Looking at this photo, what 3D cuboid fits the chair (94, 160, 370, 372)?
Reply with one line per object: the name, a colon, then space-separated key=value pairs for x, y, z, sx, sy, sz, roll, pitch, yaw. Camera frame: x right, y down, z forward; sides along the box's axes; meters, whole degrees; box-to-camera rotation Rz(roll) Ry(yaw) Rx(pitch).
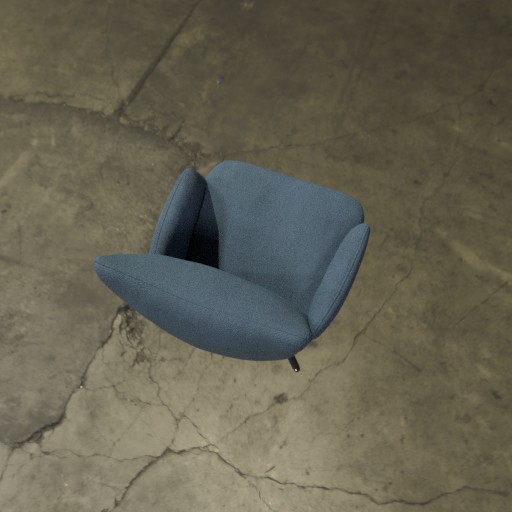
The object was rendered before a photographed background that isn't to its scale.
chair: x=0.000 y=0.000 z=1.598 sx=0.711 sy=1.016 sz=0.889 roll=19 pitch=65 yaw=9
